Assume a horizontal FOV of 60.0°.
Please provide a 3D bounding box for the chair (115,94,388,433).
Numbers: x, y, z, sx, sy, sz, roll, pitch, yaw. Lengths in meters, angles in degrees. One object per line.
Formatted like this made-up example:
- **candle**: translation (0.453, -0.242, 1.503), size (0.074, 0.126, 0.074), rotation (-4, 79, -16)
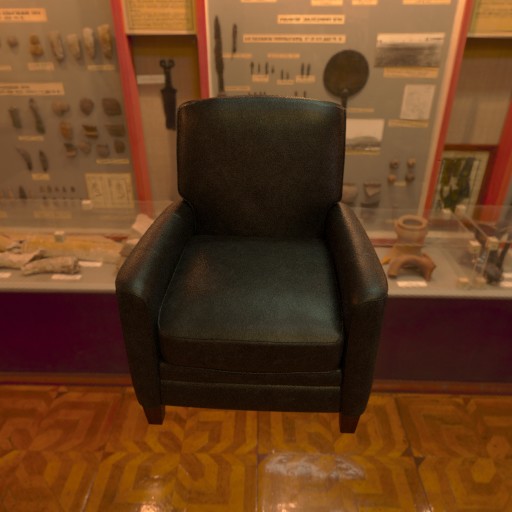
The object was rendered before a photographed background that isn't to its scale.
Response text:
- **chair**: translation (0.000, 0.000, 1.664), size (0.848, 1.014, 0.864), rotation (2, 30, 3)
